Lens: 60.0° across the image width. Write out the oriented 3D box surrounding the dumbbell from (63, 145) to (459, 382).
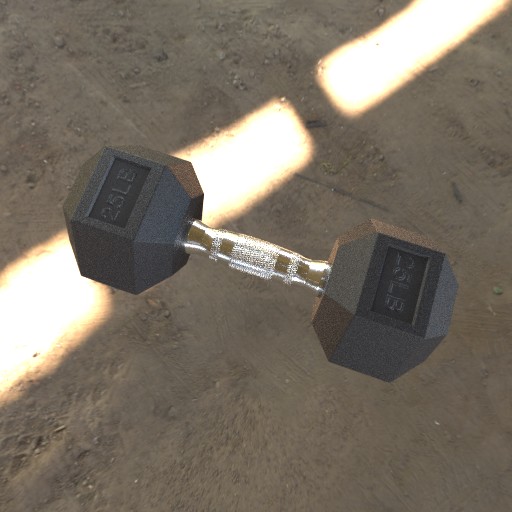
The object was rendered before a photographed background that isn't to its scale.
[{"bbox_3d":[0.000,0.000,0.381,0.315,0.113,0.129,18,76,5],"label":"dumbbell"}]
